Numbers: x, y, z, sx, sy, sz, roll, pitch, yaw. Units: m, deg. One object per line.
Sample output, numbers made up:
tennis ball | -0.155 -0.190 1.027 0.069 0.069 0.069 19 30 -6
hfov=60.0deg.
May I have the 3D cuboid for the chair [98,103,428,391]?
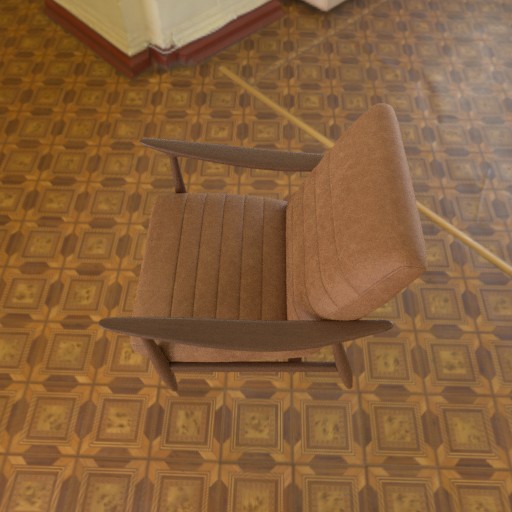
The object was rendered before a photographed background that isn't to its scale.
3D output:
chair | 0.000 0.000 1.469 0.798 0.832 0.741 1 58 1
